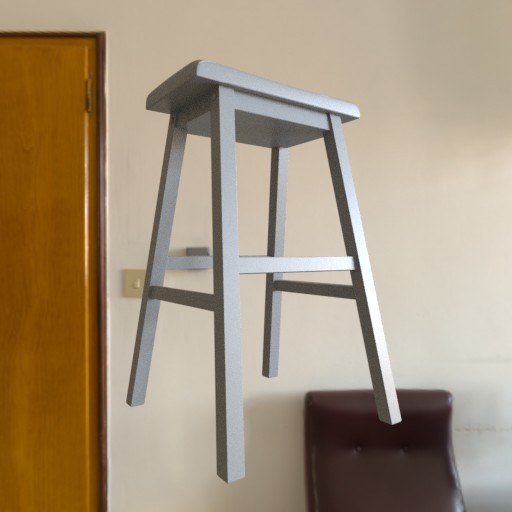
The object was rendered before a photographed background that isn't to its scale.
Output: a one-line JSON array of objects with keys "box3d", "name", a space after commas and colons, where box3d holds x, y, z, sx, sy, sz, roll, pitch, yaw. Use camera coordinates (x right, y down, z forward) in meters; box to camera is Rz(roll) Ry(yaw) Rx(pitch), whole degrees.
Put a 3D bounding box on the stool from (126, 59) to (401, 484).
[{"box3d": [0.000, 0.000, 1.044, 0.457, 0.737, 0.476, 0, 1, -36], "name": "stool"}]
